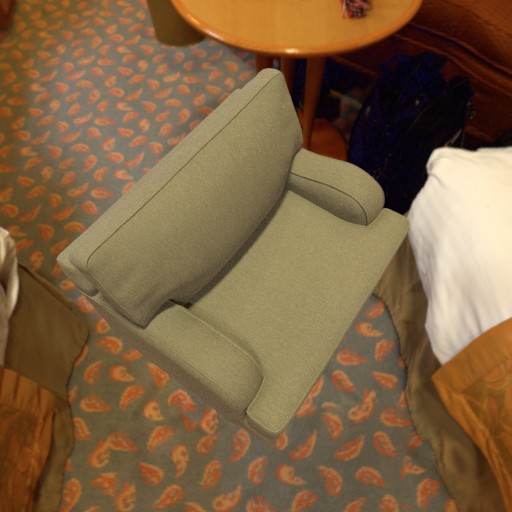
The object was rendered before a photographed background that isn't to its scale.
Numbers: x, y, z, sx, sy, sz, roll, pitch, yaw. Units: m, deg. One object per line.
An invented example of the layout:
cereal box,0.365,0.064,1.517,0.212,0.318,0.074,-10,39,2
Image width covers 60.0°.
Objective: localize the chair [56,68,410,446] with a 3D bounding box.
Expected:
chair,0.000,0.000,2.023,1.041,1.016,1.220,31,64,17
